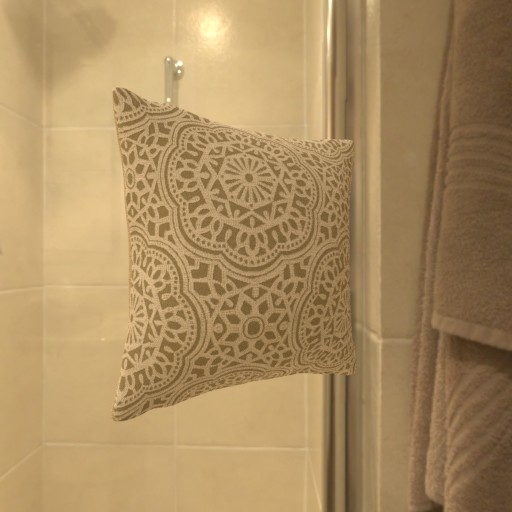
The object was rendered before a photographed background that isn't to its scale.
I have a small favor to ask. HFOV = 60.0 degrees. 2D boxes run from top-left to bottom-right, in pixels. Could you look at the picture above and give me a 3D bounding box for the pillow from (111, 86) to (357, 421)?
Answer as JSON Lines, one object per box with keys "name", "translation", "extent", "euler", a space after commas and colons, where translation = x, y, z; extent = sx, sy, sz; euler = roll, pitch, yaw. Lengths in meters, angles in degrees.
{"name": "pillow", "translation": [0.000, 0.000, 0.675], "extent": [0.438, 0.421, 0.167], "euler": [0, -1, -35]}
